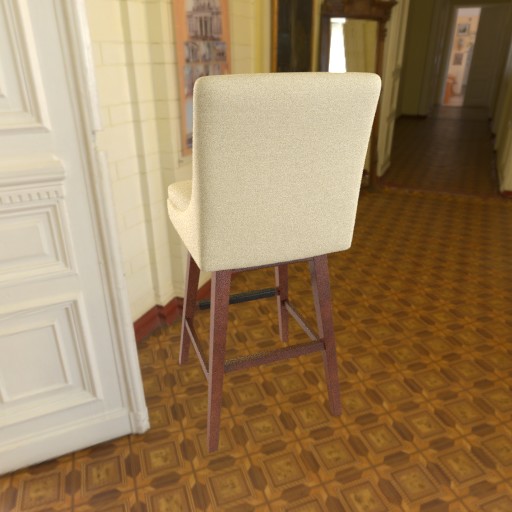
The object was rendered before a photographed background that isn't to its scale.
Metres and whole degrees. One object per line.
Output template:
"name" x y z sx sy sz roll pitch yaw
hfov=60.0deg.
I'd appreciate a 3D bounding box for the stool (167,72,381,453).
"stool" 0.000 0.000 1.406 0.470 1.097 0.559 -9 26 -18
